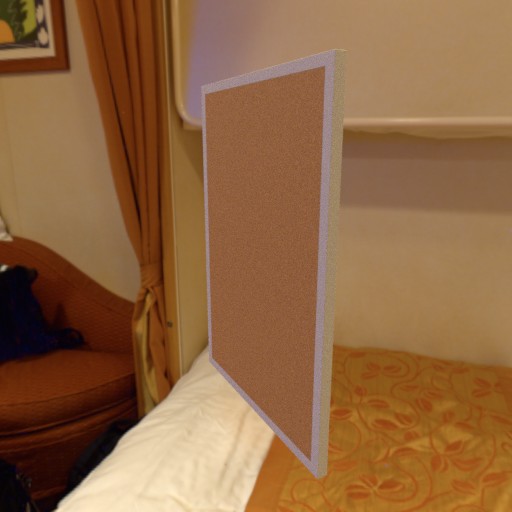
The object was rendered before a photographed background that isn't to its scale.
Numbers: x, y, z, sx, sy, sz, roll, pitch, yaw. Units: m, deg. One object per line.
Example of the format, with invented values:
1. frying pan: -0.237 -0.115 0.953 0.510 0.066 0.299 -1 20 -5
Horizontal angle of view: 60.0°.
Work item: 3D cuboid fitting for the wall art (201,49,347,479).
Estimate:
1. wall art: 0.000 0.000 0.561 0.013 0.433 0.303 -8 16 -28
